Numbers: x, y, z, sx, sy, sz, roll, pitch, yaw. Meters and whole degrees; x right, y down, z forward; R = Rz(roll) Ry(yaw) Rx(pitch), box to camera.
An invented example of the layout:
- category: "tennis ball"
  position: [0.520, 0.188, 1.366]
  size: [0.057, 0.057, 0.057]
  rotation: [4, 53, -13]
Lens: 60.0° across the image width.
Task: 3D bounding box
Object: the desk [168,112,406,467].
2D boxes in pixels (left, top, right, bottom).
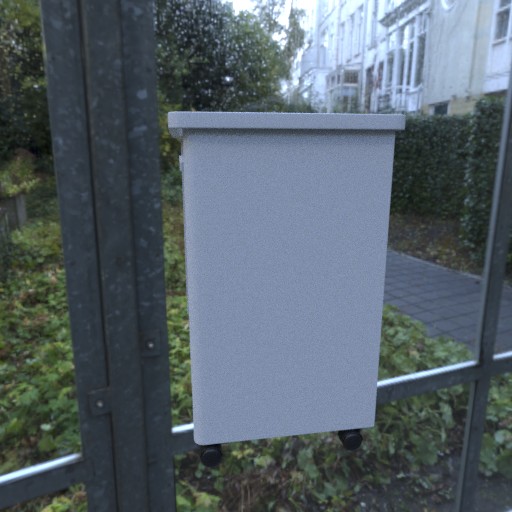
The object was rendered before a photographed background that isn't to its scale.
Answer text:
- category: "desk"
  position: [0.000, 0.000, 1.342]
  size: [0.475, 0.763, 0.877]
  rotation: [-2, 14, -9]
